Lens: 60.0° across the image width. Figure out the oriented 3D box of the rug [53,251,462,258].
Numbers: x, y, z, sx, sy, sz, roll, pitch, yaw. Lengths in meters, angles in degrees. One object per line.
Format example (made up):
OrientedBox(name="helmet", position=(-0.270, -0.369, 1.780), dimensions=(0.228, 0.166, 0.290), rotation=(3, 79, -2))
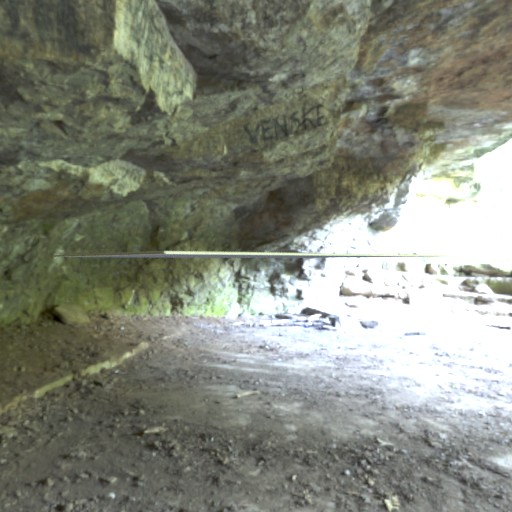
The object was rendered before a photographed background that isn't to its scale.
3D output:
OrientedBox(name="rug", position=(0.000, 0.000, 4.180), dimensions=(3.051, 0.020, 2.407), rotation=(0, -1, -37))
